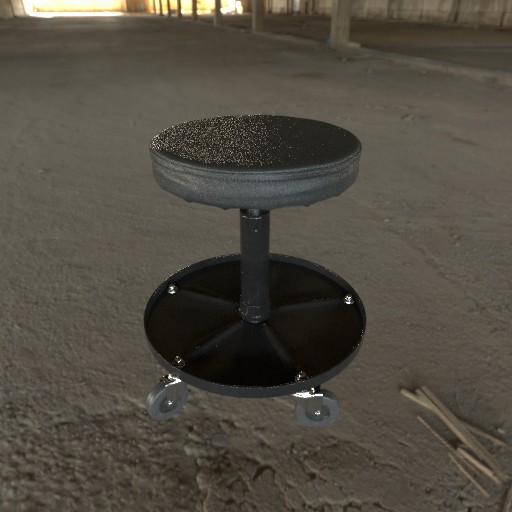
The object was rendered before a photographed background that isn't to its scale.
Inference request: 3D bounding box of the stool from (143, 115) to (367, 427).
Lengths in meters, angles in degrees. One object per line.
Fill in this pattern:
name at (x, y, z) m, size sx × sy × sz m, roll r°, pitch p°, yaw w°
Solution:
stool at (0.000, 0.000, 0.671) m, size 0.381 × 0.365 × 0.382 m, roll -9°, pitch 31°, yaw -14°
